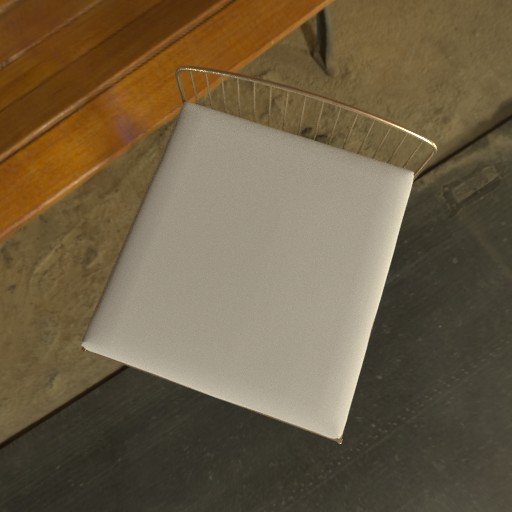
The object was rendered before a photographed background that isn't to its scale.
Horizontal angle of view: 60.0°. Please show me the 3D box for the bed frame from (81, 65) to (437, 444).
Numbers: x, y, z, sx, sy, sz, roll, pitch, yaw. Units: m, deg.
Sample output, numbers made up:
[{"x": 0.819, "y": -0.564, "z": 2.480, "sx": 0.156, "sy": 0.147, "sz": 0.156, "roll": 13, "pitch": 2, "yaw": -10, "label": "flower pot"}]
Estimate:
[{"x": 0.000, "y": 0.000, "z": 3.339, "sx": 2.016, "sy": 1.174, "sz": 2.152, "roll": 18, "pitch": 77, "yaw": 4, "label": "bed frame"}]
